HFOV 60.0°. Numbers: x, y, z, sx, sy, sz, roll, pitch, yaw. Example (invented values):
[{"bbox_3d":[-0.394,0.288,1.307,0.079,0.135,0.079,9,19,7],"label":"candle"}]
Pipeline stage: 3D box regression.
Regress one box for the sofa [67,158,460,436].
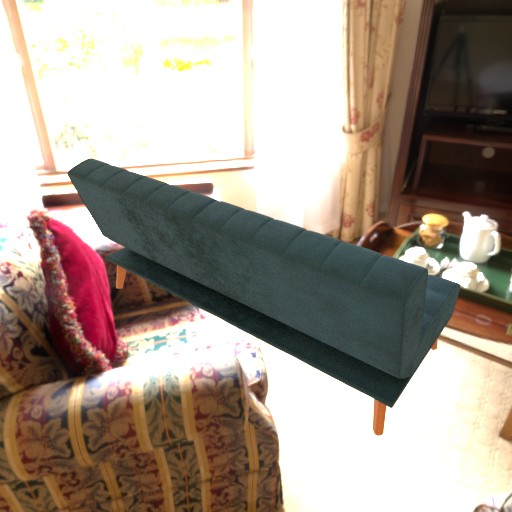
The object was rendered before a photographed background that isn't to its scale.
[{"bbox_3d":[0.000,0.000,2.270,1.804,0.813,0.855,22,37,32],"label":"sofa"}]
